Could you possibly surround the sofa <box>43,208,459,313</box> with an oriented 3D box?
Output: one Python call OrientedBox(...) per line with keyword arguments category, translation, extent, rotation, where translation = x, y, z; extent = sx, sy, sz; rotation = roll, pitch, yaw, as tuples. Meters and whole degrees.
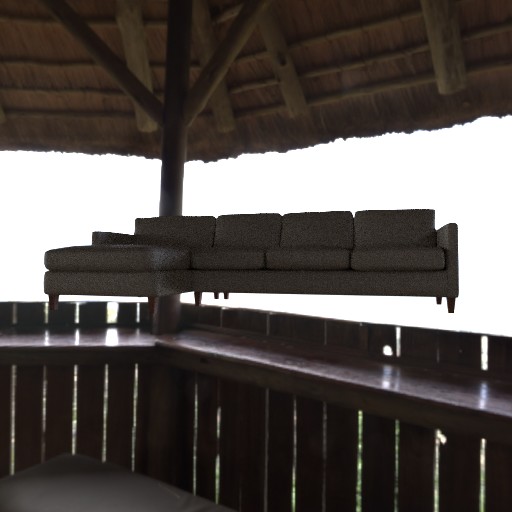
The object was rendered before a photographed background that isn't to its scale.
OrientedBox(category="sofa", translation=(0.000, 0.000, 3.801), extent=(3.201, 0.876, 1.502), rotation=(0, -1, 16))
